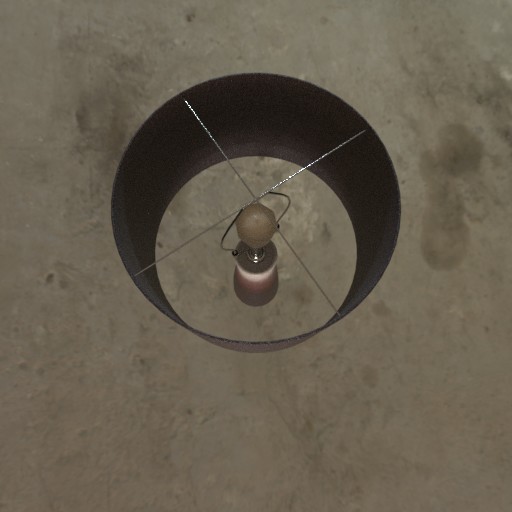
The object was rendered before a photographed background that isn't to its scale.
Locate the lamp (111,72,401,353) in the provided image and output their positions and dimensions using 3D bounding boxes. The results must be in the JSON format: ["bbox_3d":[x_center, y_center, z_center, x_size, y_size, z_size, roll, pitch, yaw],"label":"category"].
[{"bbox_3d":[0.000,0.000,0.699,0.303,0.488,0.303,0,75,0],"label":"lamp"}]
